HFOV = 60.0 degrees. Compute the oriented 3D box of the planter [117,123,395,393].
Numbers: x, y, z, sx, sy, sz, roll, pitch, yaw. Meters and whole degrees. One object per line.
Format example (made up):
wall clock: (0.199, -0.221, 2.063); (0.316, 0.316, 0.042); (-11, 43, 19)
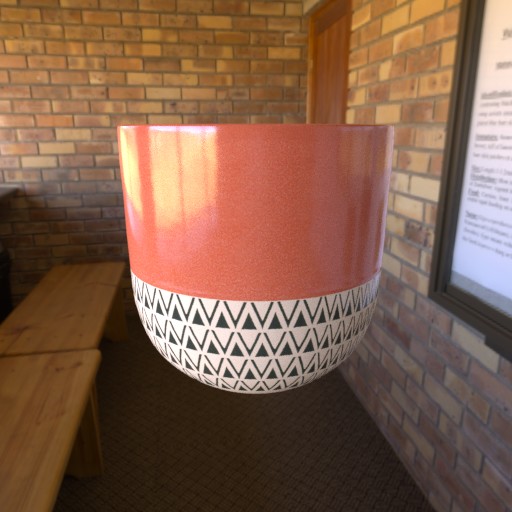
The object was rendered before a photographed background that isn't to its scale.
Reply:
planter: (0.000, 0.000, 0.479); (0.266, 0.270, 0.266); (0, 16, 0)
